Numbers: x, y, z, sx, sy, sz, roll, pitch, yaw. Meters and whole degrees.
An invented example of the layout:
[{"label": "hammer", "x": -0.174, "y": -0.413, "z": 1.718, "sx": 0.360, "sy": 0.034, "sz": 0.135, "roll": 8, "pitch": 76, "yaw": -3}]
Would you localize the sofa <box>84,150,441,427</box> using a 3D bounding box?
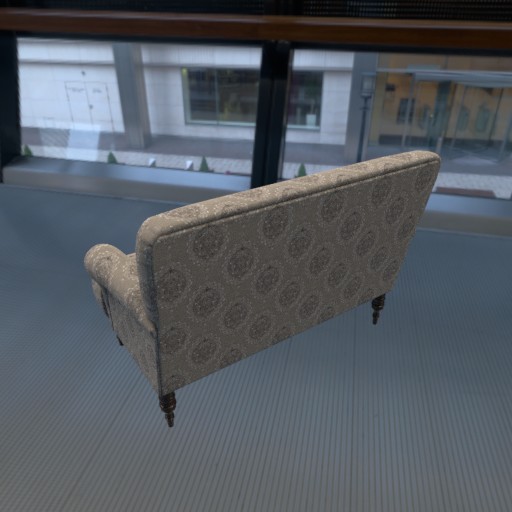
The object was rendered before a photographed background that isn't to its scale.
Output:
[{"label": "sofa", "x": 0.000, "y": 0.000, "z": 1.861, "sx": 1.297, "sy": 0.889, "sz": 0.779, "roll": -19, "pitch": 35, "yaw": -29}]
